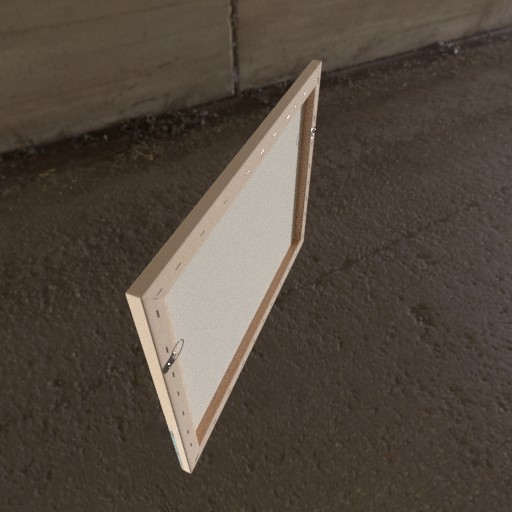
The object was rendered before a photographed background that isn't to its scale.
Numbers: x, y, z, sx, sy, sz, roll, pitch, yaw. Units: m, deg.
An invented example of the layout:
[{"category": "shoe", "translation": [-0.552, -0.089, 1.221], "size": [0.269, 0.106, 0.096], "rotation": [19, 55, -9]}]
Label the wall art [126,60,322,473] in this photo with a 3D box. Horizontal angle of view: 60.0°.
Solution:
[{"category": "wall art", "translation": [0.000, 0.000, 1.558], "size": [0.042, 0.912, 1.219], "rotation": [16, 47, 15]}]
